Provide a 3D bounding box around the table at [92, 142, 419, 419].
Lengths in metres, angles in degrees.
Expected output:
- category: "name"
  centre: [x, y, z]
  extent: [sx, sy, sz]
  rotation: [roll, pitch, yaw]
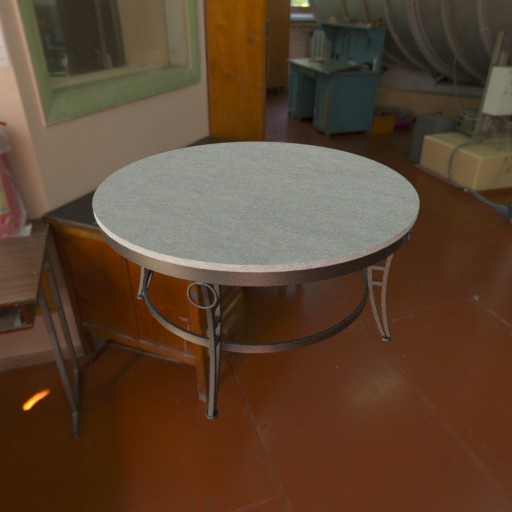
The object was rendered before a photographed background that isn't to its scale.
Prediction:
- category: "table"
  centre: [0.000, 0.000, 1.381]
  extent: [0.889, 0.470, 0.889]
  rotation: [0, 30, 0]
